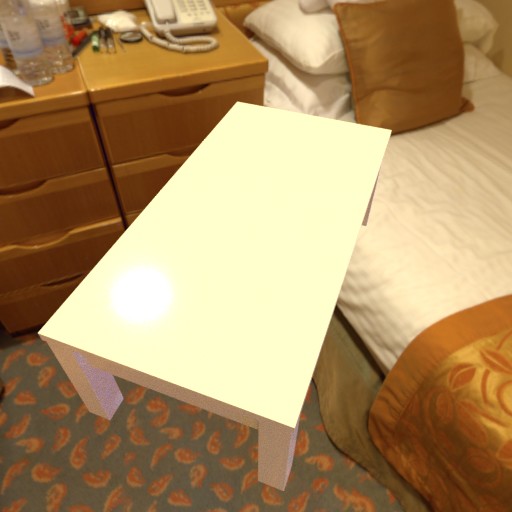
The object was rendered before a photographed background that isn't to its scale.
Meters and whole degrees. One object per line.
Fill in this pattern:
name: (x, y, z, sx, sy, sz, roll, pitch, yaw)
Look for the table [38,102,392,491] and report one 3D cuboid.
table: (0.000, 0.000, 1.673, 0.700, 0.470, 1.350, 15, 48, 14)
